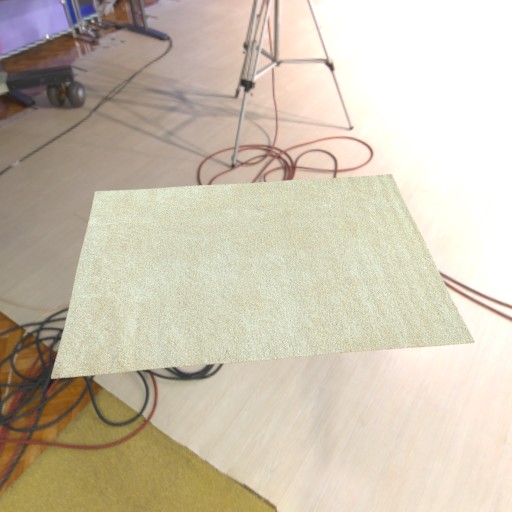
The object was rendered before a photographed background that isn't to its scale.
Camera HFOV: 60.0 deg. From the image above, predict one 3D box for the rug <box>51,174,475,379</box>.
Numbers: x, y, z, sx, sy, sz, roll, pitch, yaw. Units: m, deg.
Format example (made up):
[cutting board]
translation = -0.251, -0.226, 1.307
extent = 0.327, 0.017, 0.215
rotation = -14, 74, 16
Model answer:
[rug]
translation = 0.000, 0.000, 3.417
extent = 2.699, 0.025, 1.800
rotation = -4, 48, -4
